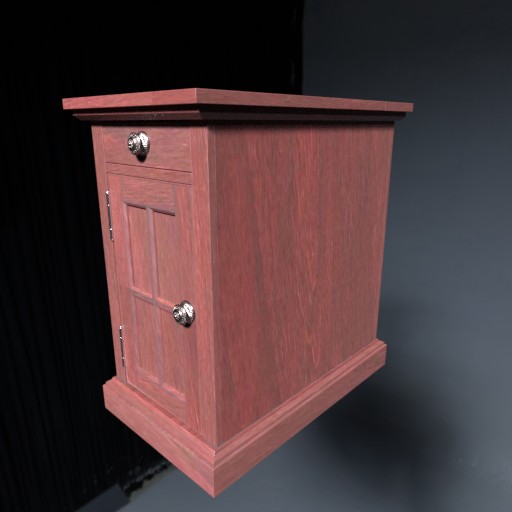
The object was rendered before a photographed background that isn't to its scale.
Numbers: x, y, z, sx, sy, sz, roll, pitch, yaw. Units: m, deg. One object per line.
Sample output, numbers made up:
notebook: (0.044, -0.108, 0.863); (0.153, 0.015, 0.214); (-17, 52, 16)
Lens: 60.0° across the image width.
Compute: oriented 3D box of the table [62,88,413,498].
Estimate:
table: (0.000, 0.000, 0.929); (0.356, 0.612, 0.584); (15, 22, 41)
